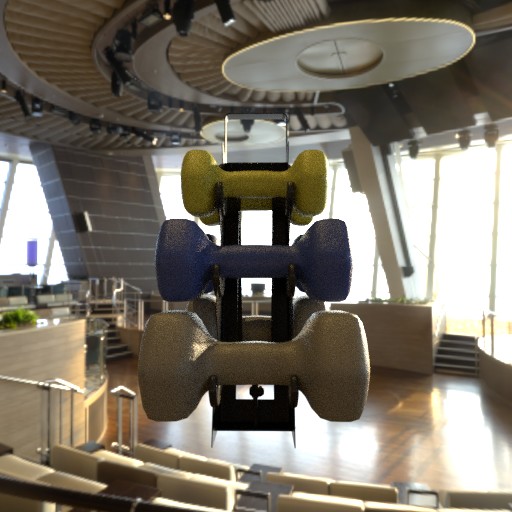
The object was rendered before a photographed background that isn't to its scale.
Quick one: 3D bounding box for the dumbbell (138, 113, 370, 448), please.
[{"bbox_3d":[0.000,0.000,0.670,0.261,0.426,0.416,0,-1,1],"label":"dumbbell"}]
